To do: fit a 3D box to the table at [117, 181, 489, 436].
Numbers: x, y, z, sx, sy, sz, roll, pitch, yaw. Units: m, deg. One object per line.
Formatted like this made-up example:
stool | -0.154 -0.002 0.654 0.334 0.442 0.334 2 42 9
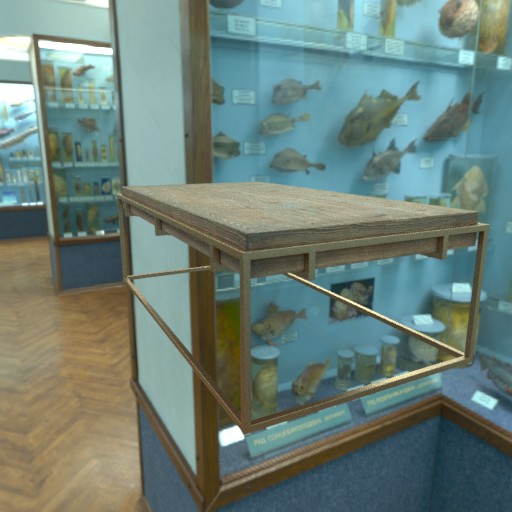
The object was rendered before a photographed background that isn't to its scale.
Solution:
table | 0.000 0.000 1.728 0.775 0.468 1.387 -7 15 -26
